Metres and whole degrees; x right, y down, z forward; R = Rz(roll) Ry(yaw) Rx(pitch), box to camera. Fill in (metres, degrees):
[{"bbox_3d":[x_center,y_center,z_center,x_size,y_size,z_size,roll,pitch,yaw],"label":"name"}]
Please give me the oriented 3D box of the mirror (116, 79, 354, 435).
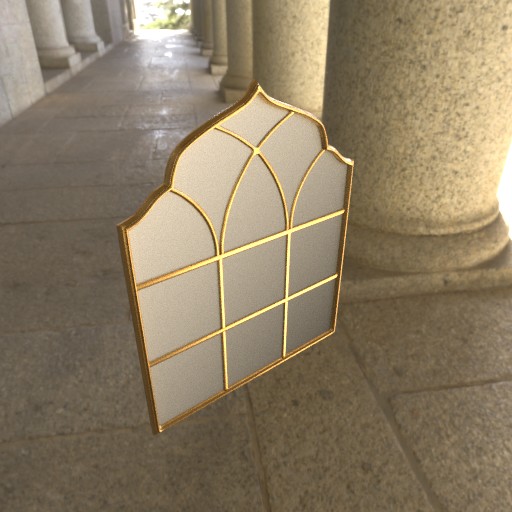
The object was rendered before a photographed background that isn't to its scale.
[{"bbox_3d":[0.000,0.000,0.851,0.513,0.635,0.018,-21,36,-32],"label":"mirror"}]
